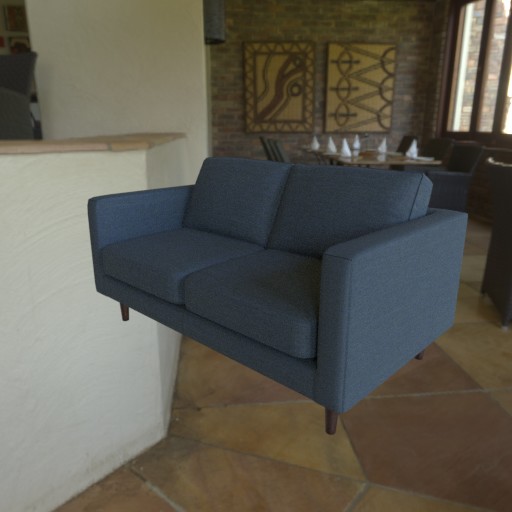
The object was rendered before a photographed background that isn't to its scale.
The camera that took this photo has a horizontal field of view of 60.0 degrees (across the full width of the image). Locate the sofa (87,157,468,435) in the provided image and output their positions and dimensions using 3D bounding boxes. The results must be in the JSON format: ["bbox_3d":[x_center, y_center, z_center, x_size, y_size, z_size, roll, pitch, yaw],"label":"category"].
[{"bbox_3d":[0.000,0.000,2.238,1.659,0.907,0.999,15,22,41],"label":"sofa"}]
